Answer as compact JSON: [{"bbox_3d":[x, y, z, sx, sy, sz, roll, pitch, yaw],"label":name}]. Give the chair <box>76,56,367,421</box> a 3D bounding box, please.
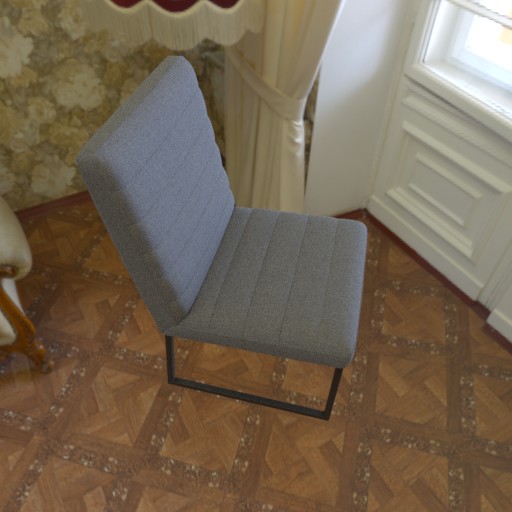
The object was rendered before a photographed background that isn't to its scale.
[{"bbox_3d":[0.000,0.000,1.304,0.634,0.930,0.520,10,47,9],"label":"chair"}]
